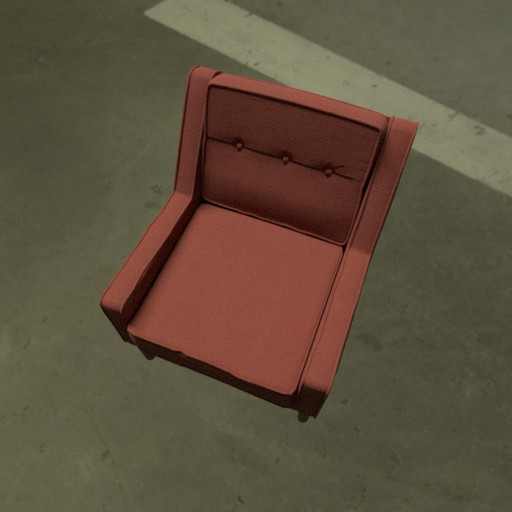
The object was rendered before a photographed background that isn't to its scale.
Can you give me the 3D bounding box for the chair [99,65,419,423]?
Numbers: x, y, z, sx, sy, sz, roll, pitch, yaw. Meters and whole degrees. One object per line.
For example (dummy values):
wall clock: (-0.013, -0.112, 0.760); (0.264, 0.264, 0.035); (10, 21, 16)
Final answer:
chair: (0.000, 0.000, 1.397); (0.680, 0.812, 0.770); (19, 61, 11)
